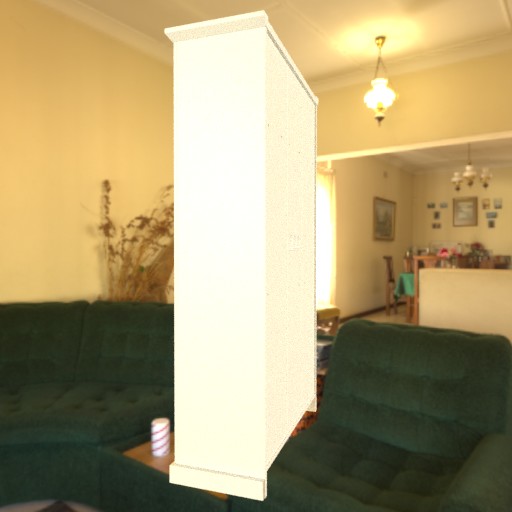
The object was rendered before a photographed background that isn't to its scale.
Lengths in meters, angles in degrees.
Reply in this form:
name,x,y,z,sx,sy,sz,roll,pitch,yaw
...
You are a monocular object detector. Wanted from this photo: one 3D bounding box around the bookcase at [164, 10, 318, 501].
name,x,y,z,sx,sy,sz,roll,pitch,yaw
bookcase,0.000,0.000,2.258,0.432,1.880,1.050,0,1,19
